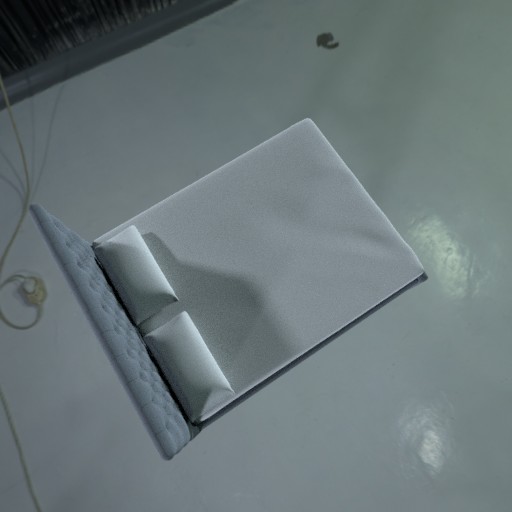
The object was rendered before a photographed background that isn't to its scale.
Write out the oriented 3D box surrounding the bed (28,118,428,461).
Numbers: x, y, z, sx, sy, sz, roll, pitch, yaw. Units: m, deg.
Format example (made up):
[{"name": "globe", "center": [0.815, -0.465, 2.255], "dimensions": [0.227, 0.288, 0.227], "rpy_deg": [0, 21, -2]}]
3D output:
[{"name": "bed", "center": [0.000, 0.000, 3.304], "dimensions": [2.231, 1.427, 1.698], "rpy_deg": [-32, 77, -8]}]
